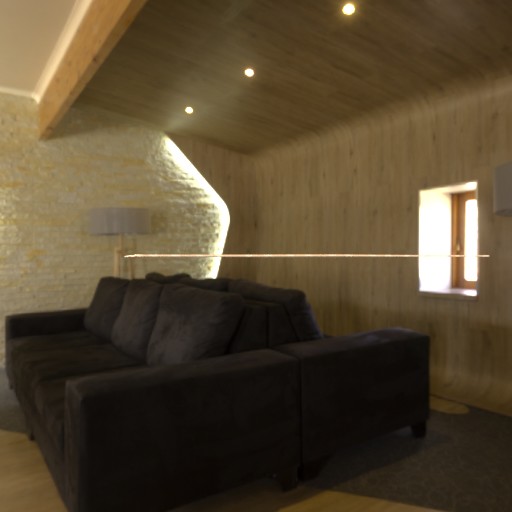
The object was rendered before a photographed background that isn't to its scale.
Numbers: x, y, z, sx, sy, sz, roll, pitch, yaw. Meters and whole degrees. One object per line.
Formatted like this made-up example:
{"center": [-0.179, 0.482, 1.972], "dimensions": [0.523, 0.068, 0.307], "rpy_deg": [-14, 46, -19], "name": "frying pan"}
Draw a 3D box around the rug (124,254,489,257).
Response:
{"center": [0.000, 0.000, 2.747], "dimensions": [1.524, 0.013, 2.135], "rpy_deg": [0, 0, -18], "name": "rug"}
